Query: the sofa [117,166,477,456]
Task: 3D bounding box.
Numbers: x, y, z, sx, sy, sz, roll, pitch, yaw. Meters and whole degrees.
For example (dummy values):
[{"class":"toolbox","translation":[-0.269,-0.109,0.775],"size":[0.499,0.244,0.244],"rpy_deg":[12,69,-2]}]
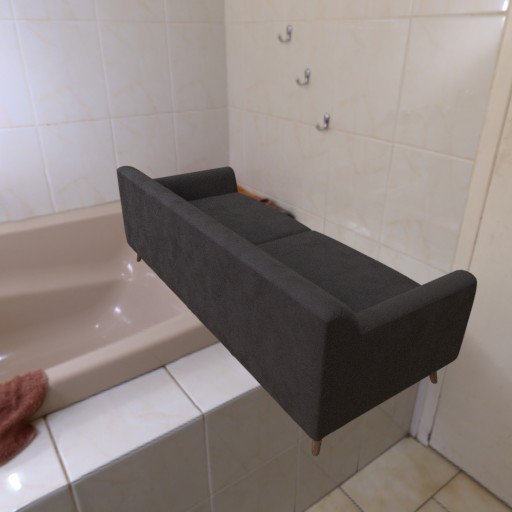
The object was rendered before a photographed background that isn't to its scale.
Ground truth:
[{"class":"sofa","translation":[0.000,0.000,2.611],"size":[0.900,0.740,2.190],"rpy_deg":[-16,31,-29]}]
